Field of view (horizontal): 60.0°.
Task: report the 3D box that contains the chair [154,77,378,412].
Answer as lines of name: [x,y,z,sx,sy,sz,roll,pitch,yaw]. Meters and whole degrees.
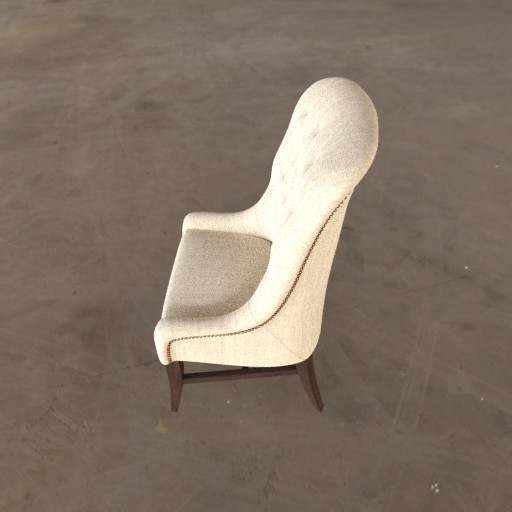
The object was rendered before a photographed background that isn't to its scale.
chair: [0.000,0.000,1.518,0.629,1.091,0.634,2,42,2]
